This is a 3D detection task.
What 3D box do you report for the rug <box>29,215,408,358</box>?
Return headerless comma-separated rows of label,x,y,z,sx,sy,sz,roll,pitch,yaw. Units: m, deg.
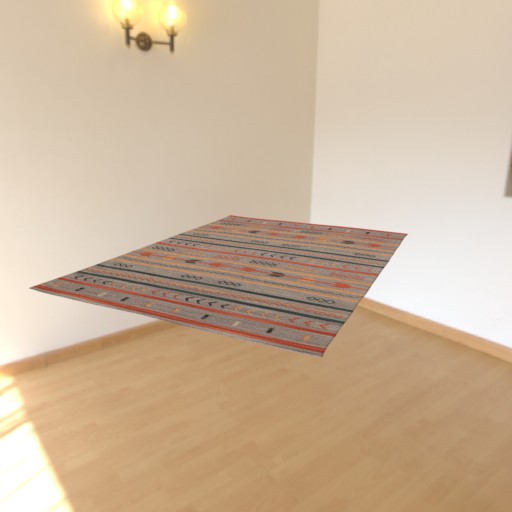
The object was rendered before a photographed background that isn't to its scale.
rug,0.000,0.000,4.085,2.263,0.022,3.029,8,19,25
